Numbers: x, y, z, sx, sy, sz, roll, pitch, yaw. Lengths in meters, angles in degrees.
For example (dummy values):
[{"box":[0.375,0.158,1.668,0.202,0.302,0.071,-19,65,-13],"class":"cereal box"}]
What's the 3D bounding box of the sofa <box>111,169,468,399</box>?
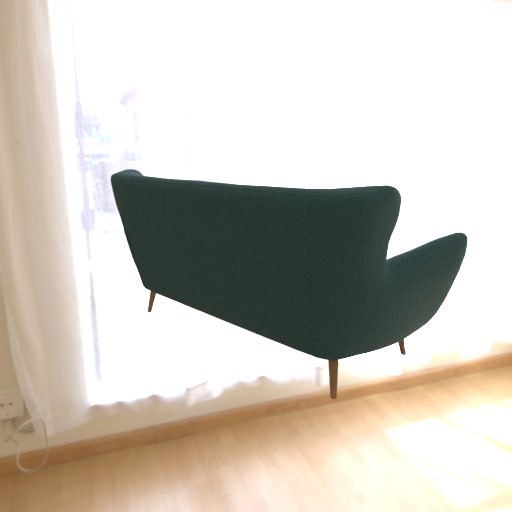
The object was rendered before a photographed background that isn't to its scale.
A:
[{"box":[0.000,0.000,2.416,1.930,0.890,0.889,13,19,43],"class":"sofa"}]
